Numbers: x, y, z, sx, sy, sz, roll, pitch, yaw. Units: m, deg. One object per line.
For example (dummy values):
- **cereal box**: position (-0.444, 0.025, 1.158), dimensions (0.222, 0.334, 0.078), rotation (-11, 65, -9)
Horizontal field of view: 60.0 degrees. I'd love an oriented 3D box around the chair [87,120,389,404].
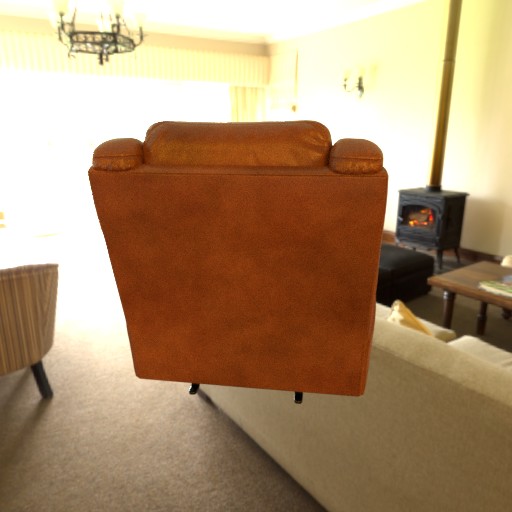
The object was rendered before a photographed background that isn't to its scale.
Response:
- **chair**: position (0.000, 0.000, 1.894), dimensions (0.990, 1.093, 1.041), rotation (2, 16, 8)
